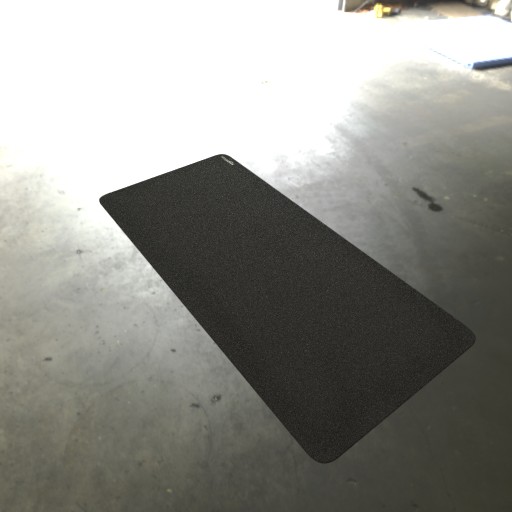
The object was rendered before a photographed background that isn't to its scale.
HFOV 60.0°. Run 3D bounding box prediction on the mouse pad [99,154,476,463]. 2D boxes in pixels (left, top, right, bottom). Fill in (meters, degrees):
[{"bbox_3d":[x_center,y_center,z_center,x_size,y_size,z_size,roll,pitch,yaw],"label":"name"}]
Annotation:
[{"bbox_3d":[0.000,0.000,1.040,0.424,0.003,0.907,-27,48,-26],"label":"mouse pad"}]
